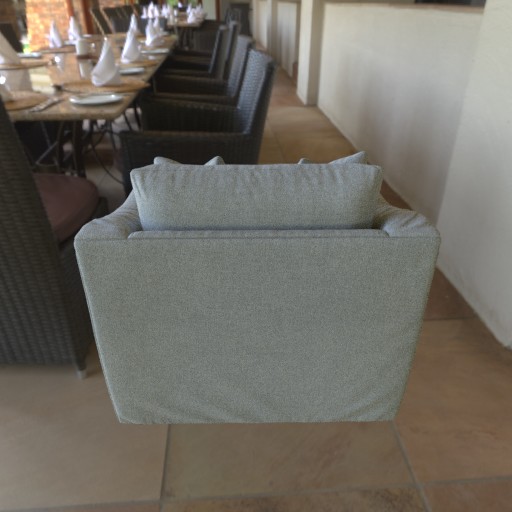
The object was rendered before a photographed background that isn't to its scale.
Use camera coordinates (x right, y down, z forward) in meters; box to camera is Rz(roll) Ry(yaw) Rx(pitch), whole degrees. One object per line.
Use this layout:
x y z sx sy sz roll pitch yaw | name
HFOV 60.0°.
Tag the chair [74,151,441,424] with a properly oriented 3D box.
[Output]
0.000 0.000 2.017 1.194 1.059 1.071 0 30 -1 | chair
